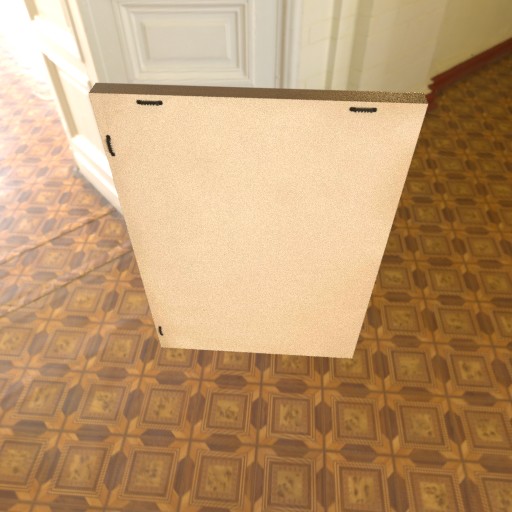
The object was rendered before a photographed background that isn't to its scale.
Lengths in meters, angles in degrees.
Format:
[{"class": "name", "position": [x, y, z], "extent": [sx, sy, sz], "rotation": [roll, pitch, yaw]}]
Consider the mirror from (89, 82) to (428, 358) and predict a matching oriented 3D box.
[{"class": "mirror", "position": [0.000, 0.000, 0.926], "extent": [0.508, 0.711, 0.039], "rotation": [3, 46, 3]}]
